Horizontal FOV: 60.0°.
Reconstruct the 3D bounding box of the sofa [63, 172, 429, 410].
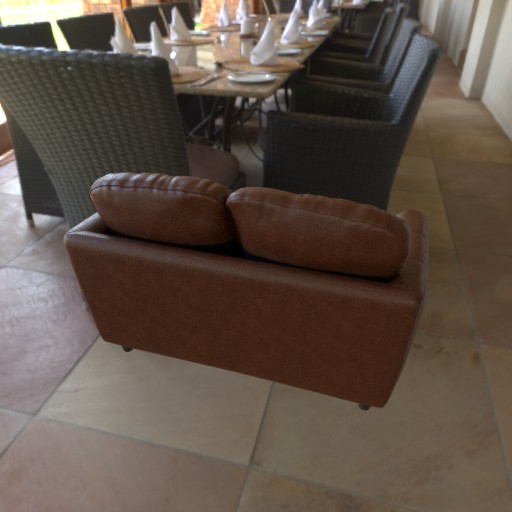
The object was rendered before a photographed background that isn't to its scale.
[{"bbox_3d":[0.000,0.000,1.957,1.406,0.906,0.805,10,33,15],"label":"sofa"}]
